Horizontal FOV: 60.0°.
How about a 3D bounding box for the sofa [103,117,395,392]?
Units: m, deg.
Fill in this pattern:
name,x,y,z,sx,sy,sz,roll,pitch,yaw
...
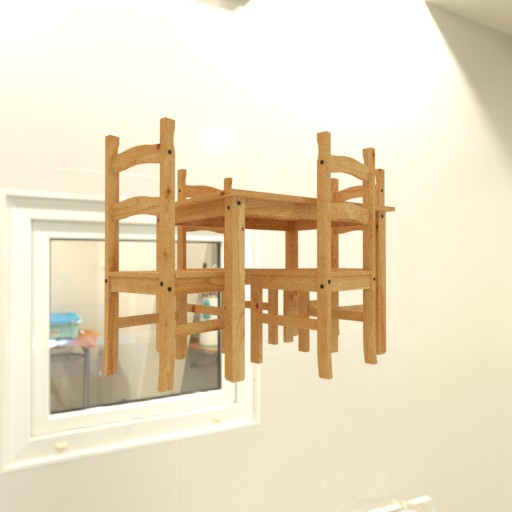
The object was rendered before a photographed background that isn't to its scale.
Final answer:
name,x,y,z,sx,sy,sz,roll,pitch,yaw
sofa,0.000,0.000,2.270,1.529,1.000,1.144,0,-1,-36
